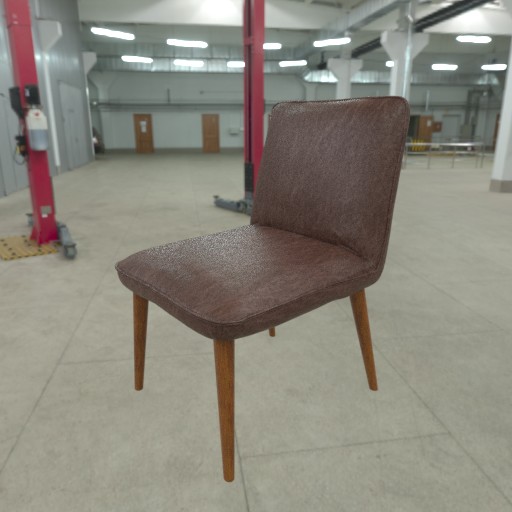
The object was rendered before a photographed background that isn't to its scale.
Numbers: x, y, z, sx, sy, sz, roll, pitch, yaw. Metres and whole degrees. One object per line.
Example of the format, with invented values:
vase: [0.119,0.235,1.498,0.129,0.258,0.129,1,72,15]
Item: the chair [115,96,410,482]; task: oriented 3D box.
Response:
chair: [0.000,0.000,1.171,0.645,0.803,0.543,-15,22,-42]
